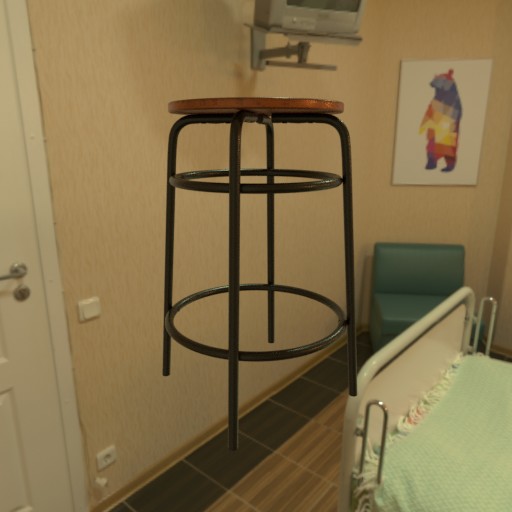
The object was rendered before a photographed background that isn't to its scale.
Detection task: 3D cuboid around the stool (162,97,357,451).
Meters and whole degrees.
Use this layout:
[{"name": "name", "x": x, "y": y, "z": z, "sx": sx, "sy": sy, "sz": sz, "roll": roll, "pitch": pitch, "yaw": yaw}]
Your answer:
[{"name": "stool", "x": 0.000, "y": 0.000, "z": 0.938, "sx": 0.455, "sy": 0.610, "sz": 0.455, "roll": 3, "pitch": 16, "yaw": 11}]
